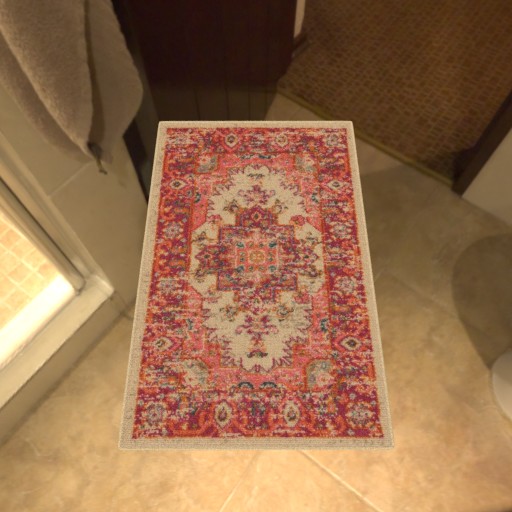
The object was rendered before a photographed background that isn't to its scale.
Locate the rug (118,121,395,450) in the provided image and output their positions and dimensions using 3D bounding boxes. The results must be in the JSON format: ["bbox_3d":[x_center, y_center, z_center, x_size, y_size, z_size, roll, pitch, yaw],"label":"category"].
[{"bbox_3d":[0.000,0.000,1.081,0.556,0.004,0.868,0,63,0],"label":"rug"}]
